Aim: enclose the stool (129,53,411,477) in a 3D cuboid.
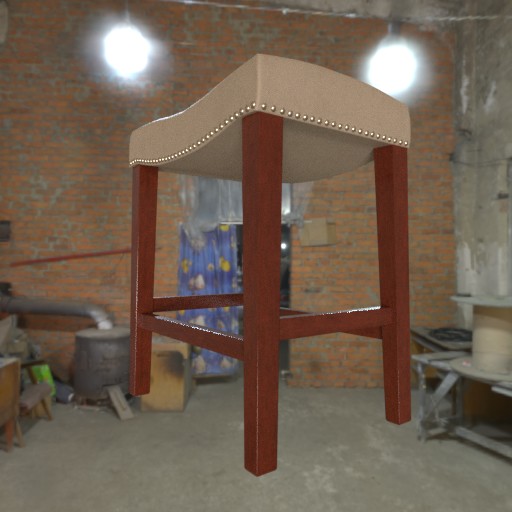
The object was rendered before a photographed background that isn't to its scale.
[{"bbox_3d":[0.000,0.000,0.936,0.375,0.632,0.509,0,-1,-37],"label":"stool"}]
